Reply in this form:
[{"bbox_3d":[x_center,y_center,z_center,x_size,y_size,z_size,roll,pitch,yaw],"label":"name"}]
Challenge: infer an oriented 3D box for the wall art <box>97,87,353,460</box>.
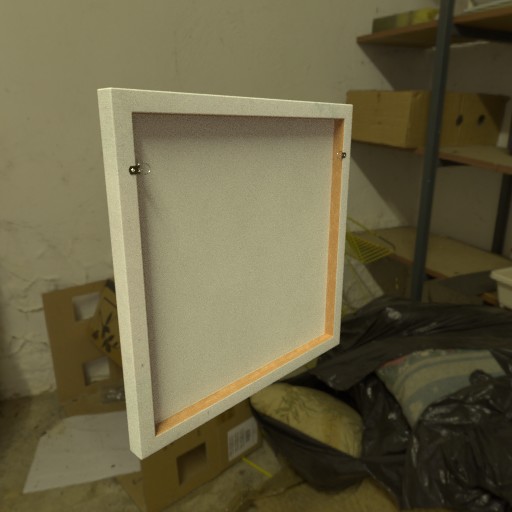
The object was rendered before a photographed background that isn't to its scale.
[{"bbox_3d":[0.000,0.000,0.913,0.040,0.612,0.612,15,22,42],"label":"wall art"}]
